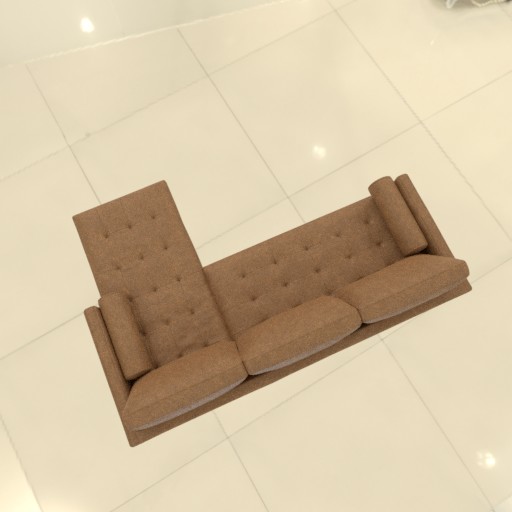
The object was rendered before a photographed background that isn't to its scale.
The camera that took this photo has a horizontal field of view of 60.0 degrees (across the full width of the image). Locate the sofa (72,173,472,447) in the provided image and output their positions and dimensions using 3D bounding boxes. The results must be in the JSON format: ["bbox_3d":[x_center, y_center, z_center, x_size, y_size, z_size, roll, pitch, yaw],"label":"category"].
[{"bbox_3d":[0.000,0.000,2.853,2.178,0.876,1.506,-23,77,-6],"label":"sofa"}]
